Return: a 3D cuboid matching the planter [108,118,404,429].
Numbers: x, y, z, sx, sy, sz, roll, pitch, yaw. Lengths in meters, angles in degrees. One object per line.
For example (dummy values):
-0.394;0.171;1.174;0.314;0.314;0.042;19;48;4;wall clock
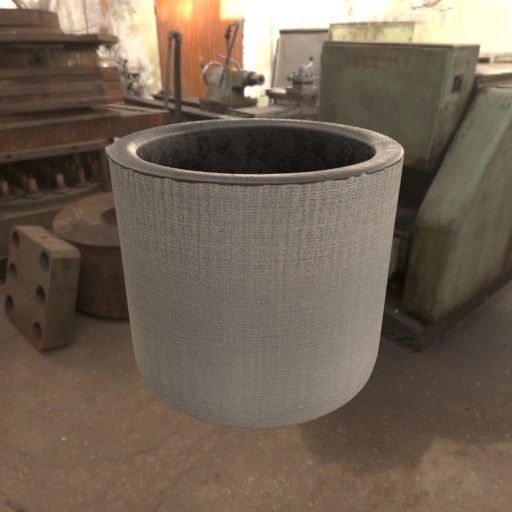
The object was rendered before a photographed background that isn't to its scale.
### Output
0.000;0.000;0.216;0.125;0.112;0.125;0;26;0;planter
